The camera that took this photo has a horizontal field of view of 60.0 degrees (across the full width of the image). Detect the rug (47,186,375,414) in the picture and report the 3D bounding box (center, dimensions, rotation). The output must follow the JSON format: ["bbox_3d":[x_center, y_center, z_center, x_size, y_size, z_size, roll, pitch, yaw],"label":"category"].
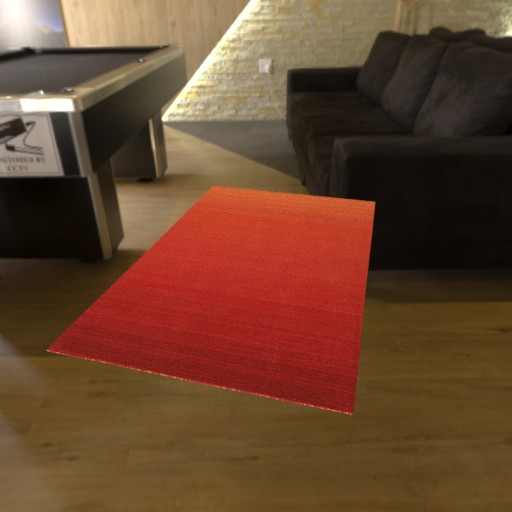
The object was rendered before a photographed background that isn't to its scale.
[{"bbox_3d":[0.000,0.000,3.086,1.531,0.010,2.442,8,30,13],"label":"rug"}]
